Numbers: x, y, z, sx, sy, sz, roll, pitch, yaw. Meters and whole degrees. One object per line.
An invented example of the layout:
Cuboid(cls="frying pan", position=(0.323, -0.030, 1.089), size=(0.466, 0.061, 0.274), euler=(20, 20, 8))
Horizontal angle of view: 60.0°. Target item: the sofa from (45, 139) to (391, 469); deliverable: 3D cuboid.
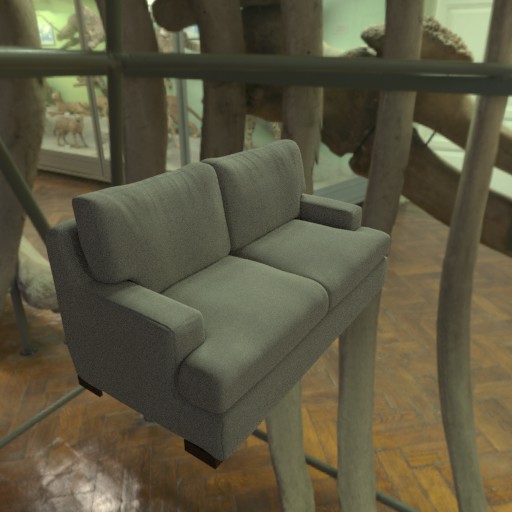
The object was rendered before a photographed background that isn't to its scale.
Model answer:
Cuboid(cls="sofa", position=(0.000, 0.000, 2.441), size=(0.962, 0.980, 1.855), euler=(16, 29, 31))
